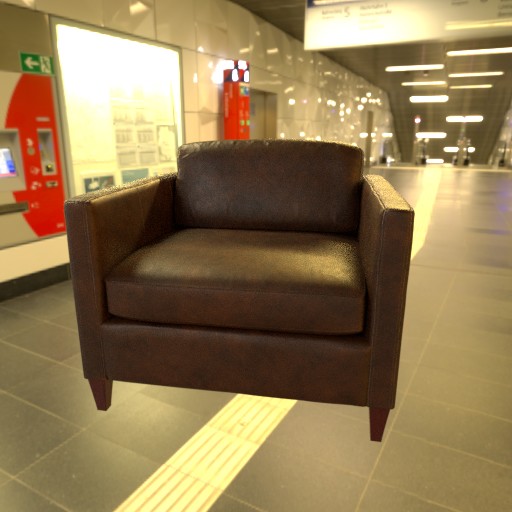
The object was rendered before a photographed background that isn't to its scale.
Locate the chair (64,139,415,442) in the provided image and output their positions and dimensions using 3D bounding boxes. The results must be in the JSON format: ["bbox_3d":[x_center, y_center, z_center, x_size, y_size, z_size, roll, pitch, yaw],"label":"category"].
[{"bbox_3d":[0.000,0.000,1.705,0.990,0.864,0.975,3,16,10],"label":"chair"}]
